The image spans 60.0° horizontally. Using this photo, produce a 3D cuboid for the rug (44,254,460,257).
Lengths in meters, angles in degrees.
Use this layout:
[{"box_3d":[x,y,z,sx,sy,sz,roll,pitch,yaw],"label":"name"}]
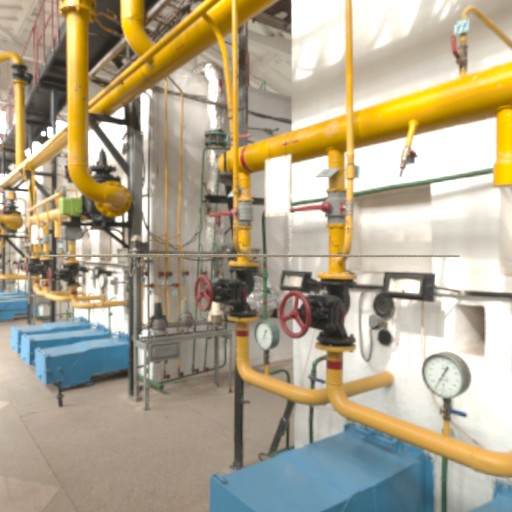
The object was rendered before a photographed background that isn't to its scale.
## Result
[{"box_3d":[0.000,0.000,2.334,1.829,0.010,1.219,0,0,-36],"label":"rug"}]
